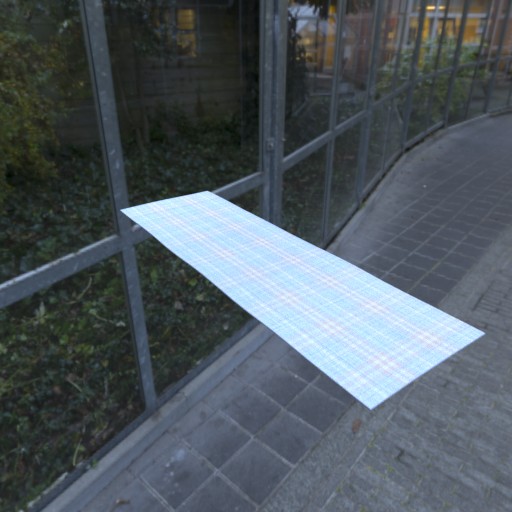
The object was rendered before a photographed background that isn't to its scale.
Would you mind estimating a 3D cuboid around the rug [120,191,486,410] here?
[{"bbox_3d":[0.000,0.000,2.657,0.762,0.013,2.439,-18,32,-32],"label":"rug"}]
